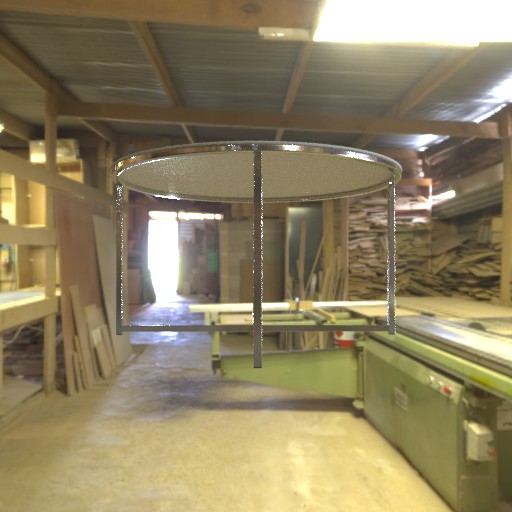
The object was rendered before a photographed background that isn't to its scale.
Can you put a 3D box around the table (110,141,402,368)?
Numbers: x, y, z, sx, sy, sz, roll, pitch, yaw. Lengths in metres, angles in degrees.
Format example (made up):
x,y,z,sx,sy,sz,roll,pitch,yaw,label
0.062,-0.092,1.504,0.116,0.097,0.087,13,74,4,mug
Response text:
x,y,z,sx,sy,sz,roll,pitch,yaw,label
0.000,0.000,1.275,0.800,0.450,0.800,0,0,0,table
